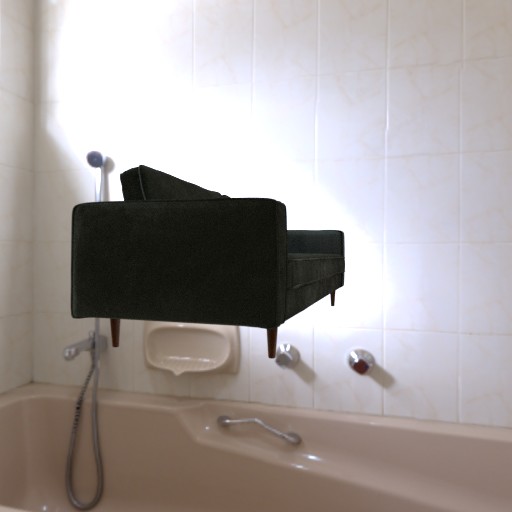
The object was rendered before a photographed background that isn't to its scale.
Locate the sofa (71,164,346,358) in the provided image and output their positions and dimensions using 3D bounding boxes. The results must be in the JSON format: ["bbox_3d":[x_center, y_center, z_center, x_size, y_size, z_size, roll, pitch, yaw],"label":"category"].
[{"bbox_3d":[0.000,0.000,2.667,0.886,0.781,2.214,0,0,17],"label":"sofa"}]
